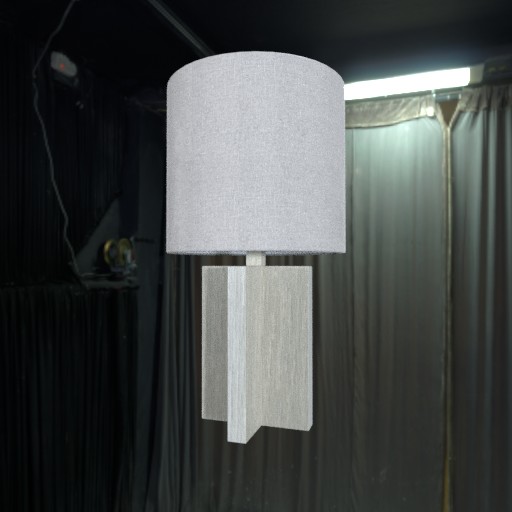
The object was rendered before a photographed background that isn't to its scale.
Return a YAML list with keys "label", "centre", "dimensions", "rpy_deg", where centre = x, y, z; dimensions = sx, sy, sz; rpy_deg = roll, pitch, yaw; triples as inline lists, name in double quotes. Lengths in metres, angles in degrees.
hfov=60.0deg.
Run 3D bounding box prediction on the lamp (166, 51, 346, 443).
- label: "lamp"
  centre: [0.000, 0.000, 0.577]
  dimensions: [0.229, 0.428, 0.229]
  rpy_deg: [0, -1, 18]
